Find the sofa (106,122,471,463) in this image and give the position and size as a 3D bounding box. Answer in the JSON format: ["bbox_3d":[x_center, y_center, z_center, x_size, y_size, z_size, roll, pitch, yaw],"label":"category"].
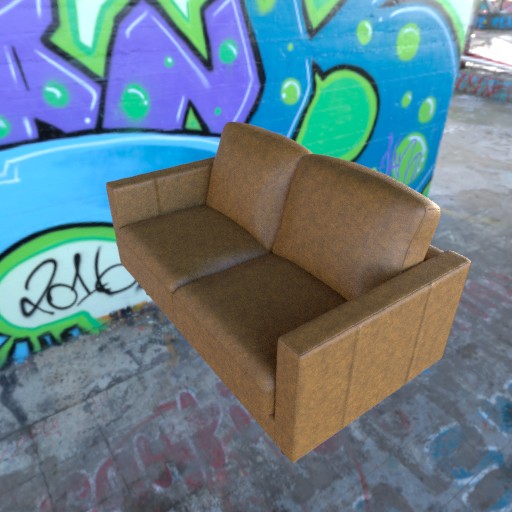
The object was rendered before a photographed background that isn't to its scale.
[{"bbox_3d":[0.000,0.000,2.123,0.909,0.951,1.578,-21,38,-30],"label":"sofa"}]
